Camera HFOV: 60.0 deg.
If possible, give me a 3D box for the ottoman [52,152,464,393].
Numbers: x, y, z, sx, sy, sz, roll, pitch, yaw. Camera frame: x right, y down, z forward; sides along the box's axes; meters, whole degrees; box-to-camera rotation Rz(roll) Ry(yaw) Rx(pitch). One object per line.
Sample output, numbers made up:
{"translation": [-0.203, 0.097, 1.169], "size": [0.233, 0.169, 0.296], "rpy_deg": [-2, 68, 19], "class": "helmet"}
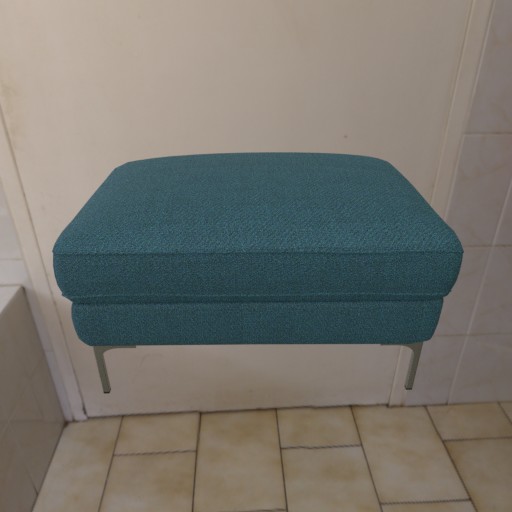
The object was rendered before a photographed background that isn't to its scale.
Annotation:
{"translation": [0.000, 0.000, 1.204], "size": [0.856, 0.498, 0.563], "rpy_deg": [0, 29, -1], "class": "ottoman"}
